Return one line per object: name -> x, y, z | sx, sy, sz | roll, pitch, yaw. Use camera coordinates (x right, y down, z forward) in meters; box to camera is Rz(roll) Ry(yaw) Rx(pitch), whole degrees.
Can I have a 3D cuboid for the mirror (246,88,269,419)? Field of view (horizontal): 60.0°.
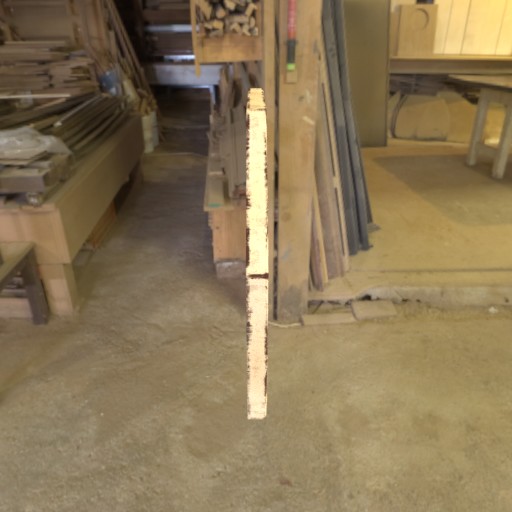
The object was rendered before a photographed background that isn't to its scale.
mirror -> 0.000, 0.000, 0.952 | 0.031, 0.648, 0.648 | 0, 27, 0
